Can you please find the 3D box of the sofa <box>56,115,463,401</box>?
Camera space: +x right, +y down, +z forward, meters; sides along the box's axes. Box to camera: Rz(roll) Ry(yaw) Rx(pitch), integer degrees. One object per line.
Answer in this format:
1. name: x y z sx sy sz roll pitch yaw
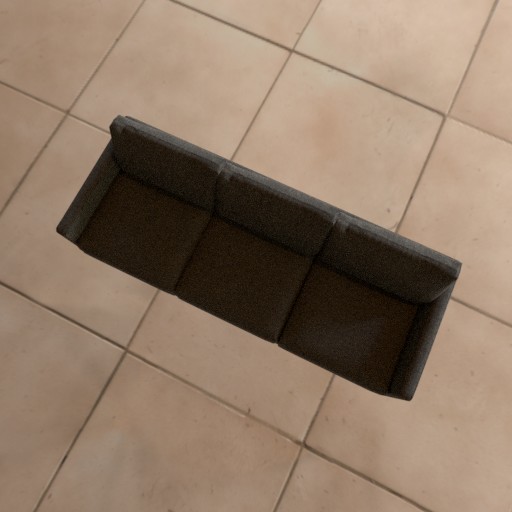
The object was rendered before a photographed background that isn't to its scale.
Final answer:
1. sofa: 0.000 0.000 2.736 2.253 0.879 0.876 25 77 6
